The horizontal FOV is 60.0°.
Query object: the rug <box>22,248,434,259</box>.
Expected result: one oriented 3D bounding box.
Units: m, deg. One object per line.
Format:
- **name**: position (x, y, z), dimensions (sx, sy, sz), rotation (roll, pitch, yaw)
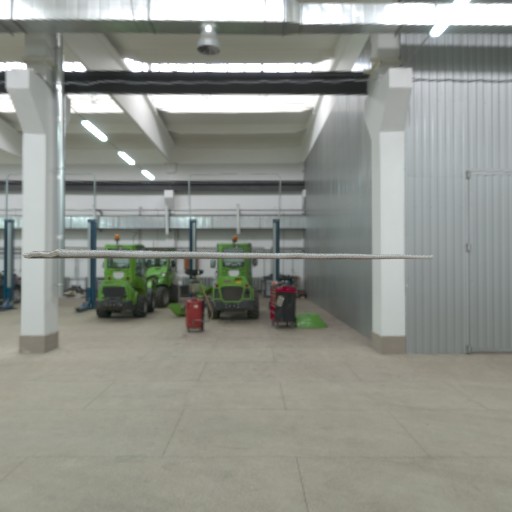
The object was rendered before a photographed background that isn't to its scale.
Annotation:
- **rug**: position (0.000, 0.000, 2.644), dimensions (2.381, 0.035, 0.832), rotation (0, -1, -36)
